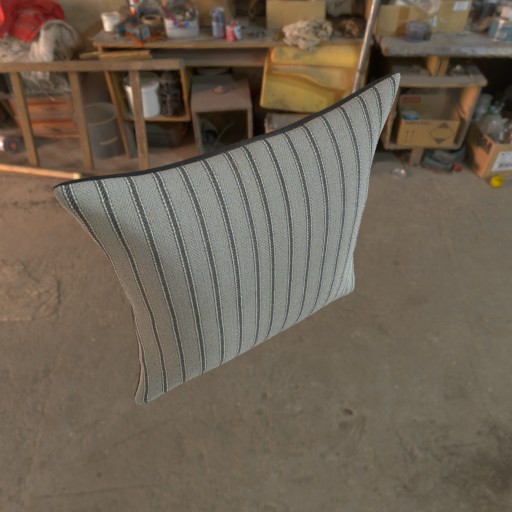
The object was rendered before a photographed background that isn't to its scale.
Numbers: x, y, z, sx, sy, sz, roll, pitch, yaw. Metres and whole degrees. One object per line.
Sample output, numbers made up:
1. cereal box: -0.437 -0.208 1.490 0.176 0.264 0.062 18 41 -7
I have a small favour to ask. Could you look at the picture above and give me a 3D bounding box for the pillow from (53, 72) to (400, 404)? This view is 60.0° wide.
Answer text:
1. pillow: 0.000 0.000 0.662 0.468 0.444 0.138 -25 50 -22
